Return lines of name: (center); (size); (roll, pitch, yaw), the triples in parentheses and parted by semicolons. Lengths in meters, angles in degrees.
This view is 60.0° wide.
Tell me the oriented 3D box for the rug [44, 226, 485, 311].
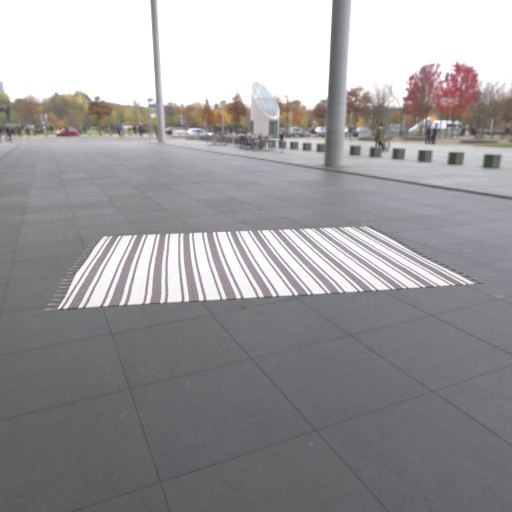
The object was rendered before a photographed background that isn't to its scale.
rug: (0.000, 0.000, 3.095); (2.425, 0.014, 1.563); (-3, 16, -9)
